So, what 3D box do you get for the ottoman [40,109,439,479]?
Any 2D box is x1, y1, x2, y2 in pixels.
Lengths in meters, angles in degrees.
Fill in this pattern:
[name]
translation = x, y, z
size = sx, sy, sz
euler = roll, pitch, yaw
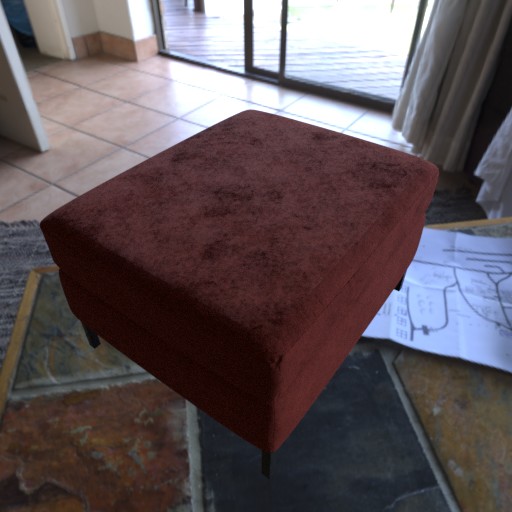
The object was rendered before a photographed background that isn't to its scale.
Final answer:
[ottoman]
translation = 0.000, 0.000, 1.173
size = 0.650, 0.462, 0.782
euler = 26, 47, 27
